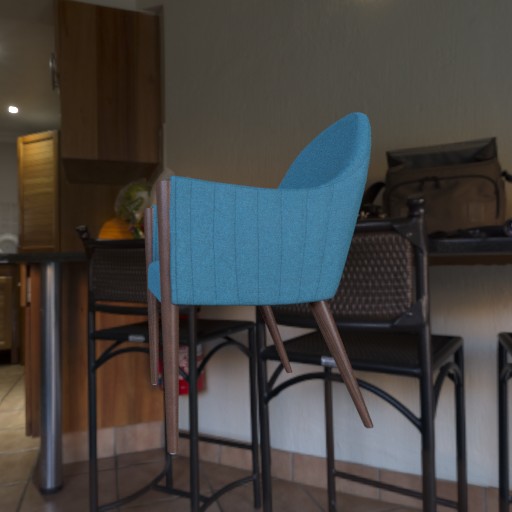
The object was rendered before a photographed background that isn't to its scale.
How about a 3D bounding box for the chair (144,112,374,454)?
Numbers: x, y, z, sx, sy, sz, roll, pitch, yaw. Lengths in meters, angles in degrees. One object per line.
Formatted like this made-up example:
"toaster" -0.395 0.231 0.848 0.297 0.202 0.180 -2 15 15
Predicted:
"chair" 0.000 0.000 1.379 0.652 0.907 0.656 0 0 -17
